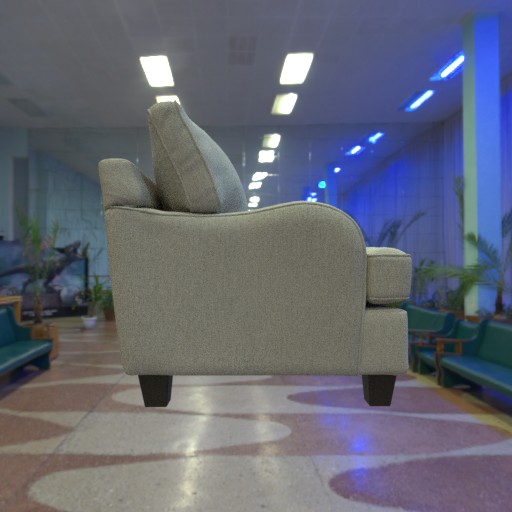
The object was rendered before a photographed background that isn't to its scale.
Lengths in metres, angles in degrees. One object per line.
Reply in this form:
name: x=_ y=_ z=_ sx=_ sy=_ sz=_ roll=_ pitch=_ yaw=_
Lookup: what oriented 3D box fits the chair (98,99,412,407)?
chair: x=0.000 y=0.000 z=2.019 sx=1.041 sy=1.016 sz=1.220 roll=0 pitch=-1 yaw=-1
